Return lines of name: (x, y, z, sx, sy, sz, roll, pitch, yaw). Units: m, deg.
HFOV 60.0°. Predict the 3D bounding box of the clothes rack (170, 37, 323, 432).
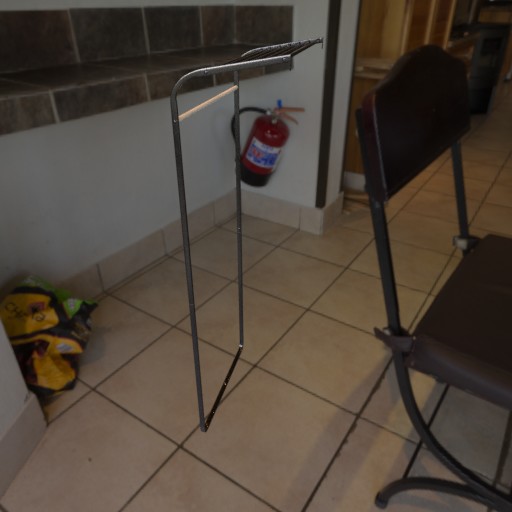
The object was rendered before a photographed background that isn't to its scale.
clothes rack: (0.000, 0.000, 1.808, 0.349, 1.574, 0.609, 8, 31, 13)
